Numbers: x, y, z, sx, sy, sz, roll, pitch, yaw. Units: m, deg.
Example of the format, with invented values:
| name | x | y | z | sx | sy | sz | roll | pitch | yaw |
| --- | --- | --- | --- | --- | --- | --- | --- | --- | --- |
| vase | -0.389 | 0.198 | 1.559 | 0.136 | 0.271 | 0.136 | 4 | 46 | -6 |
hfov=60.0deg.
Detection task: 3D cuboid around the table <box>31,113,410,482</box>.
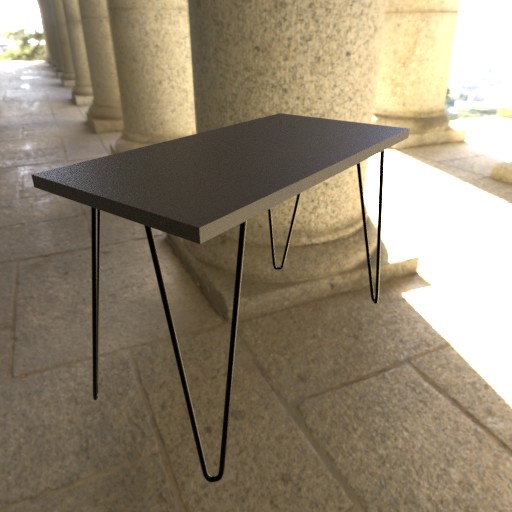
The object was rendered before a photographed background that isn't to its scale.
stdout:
| name | x | y | z | sx | sy | sz | roll | pitch | yaw |
| --- | --- | --- | --- | --- | --- | --- | --- | --- | --- |
| table | 0.000 | 0.000 | 1.348 | 0.499 | 0.660 | 0.991 | 18 | 32 | 32 |
